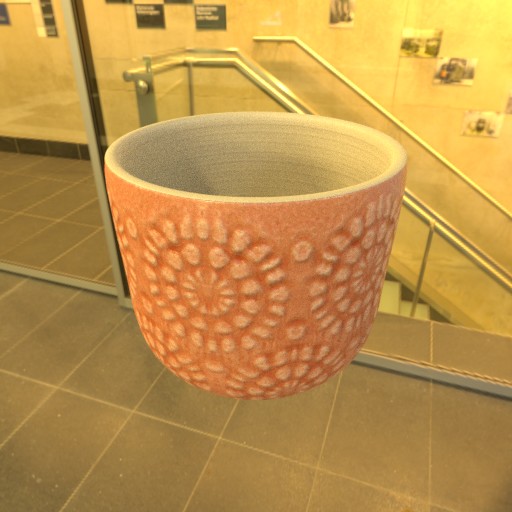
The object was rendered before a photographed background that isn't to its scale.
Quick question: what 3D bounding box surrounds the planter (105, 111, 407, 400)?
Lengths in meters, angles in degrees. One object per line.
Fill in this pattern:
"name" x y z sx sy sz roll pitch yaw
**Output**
"planter" 0.000 0.000 0.213 0.124 0.109 0.124 0 30 0
